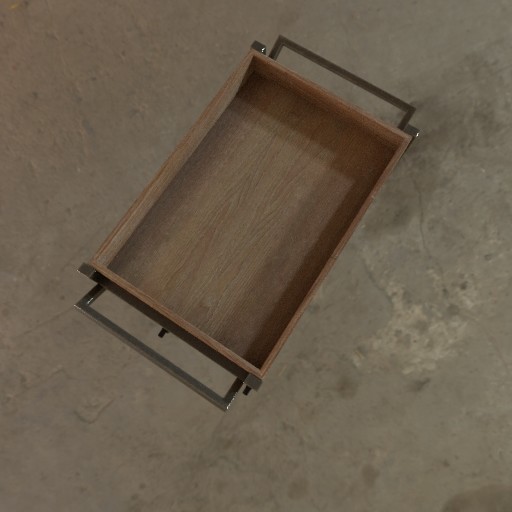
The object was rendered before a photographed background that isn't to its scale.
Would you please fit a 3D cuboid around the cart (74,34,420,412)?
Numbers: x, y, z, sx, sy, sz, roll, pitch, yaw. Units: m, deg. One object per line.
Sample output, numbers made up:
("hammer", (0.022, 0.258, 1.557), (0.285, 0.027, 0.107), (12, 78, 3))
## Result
("cart", (0.000, 0.000, 1.198), (0.377, 0.835, 0.673), (32, 78, 8))
